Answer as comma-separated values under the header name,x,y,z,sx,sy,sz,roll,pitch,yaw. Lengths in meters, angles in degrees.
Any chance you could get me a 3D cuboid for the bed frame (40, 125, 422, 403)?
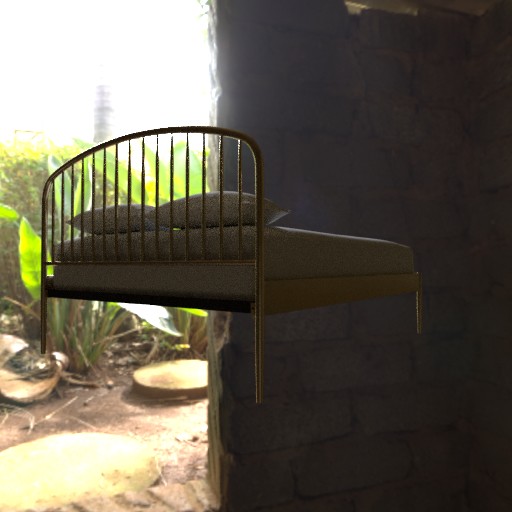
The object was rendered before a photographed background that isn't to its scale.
name,x,y,z,sx,sy,sz,roll,pitch,yaw
bed frame,0.000,0.000,3.029,1.612,1.175,2.152,-1,-1,36
